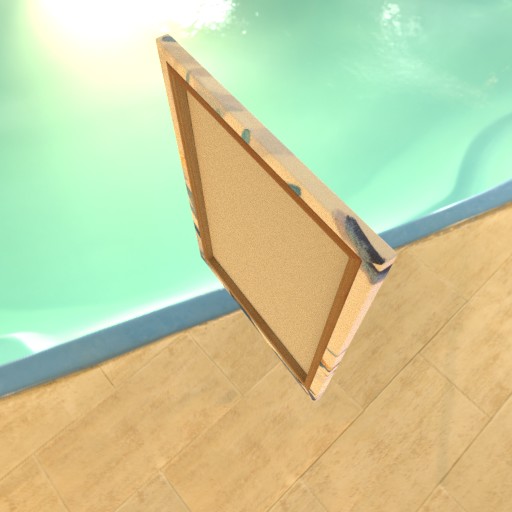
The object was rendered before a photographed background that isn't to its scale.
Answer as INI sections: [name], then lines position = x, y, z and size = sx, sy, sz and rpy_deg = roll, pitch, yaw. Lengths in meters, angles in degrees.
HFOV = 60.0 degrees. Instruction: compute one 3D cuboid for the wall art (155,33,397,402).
[wall art]
position = 0.000, 0.000, 1.330
size = 0.038, 1.015, 0.761
rpy_deg = -32, 64, -17
